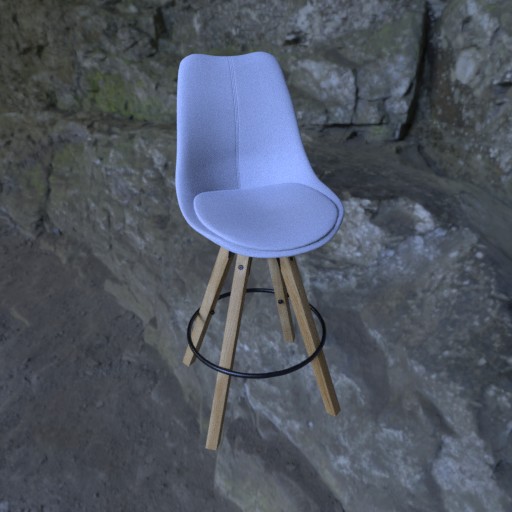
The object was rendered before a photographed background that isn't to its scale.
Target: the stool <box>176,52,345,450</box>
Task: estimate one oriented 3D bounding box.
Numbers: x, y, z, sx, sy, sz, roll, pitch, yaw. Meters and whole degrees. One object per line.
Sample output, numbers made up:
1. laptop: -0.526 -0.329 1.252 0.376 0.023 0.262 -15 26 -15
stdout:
1. stool: 0.000 0.000 1.389 0.484 1.115 0.550 -9 31 -16
